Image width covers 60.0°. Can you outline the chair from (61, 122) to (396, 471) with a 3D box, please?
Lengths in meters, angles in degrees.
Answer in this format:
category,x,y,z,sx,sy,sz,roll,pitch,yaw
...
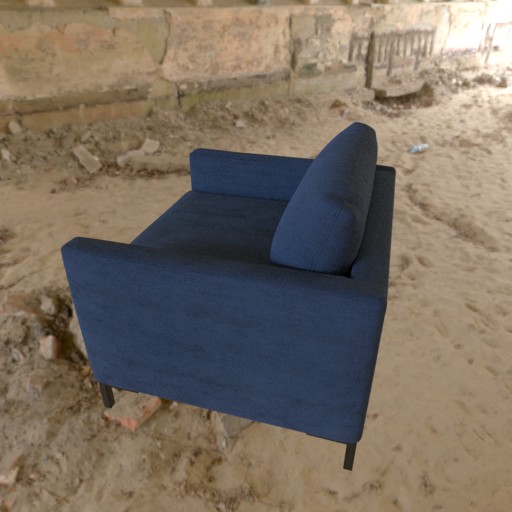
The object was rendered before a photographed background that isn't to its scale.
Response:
category,x,y,z,sx,sy,sz,roll,pitch,yaw
chair,0.000,0.000,1.566,0.875,0.812,0.964,9,32,14
